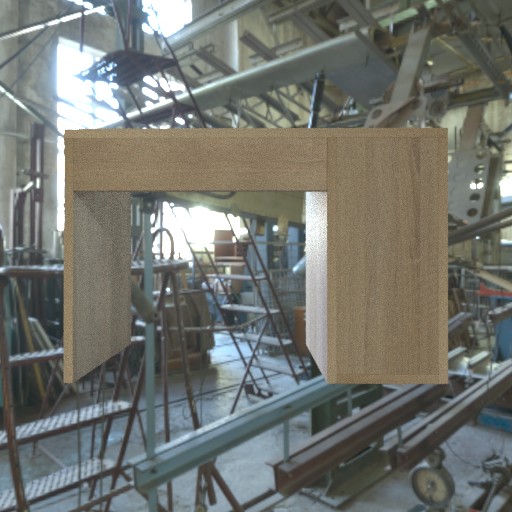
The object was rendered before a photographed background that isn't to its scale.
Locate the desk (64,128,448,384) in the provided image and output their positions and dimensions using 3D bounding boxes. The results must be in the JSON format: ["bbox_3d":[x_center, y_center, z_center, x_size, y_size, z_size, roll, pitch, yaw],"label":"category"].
[{"bbox_3d":[0.000,0.000,1.568,1.100,0.731,0.600,0,0,0],"label":"desk"}]
